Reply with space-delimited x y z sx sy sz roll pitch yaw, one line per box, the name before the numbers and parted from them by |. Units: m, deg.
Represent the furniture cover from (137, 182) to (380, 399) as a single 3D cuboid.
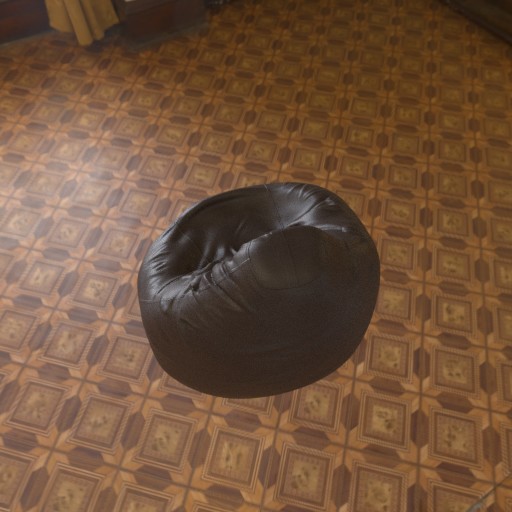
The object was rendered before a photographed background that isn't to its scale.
furniture cover | 0.000 0.000 1.903 1.070 0.990 1.070 -16 59 -10
